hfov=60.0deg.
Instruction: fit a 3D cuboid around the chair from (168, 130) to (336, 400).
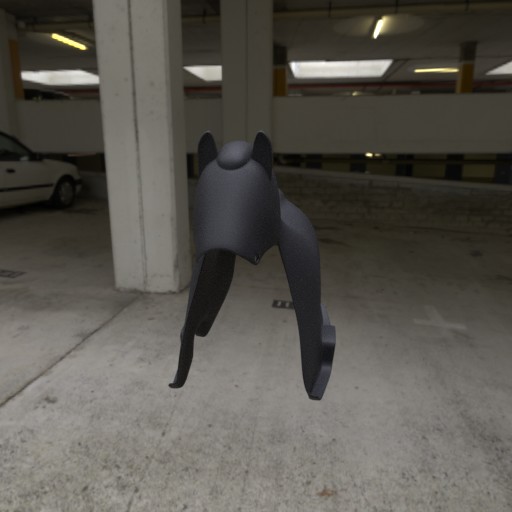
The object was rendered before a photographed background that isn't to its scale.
[{"bbox_3d":[0.000,0.000,1.153,0.429,0.612,0.800,2,14,8],"label":"chair"}]
